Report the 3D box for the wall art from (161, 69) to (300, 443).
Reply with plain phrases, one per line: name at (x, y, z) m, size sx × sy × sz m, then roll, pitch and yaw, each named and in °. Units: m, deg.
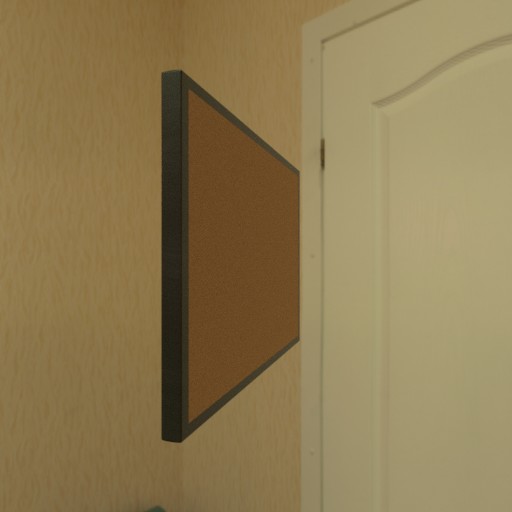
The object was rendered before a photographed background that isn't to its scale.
wall art at (0.000, 0.000, 1.160) m, size 0.038 × 0.612 × 0.912 m, roll 0°, pitch 0°, yaw 18°
